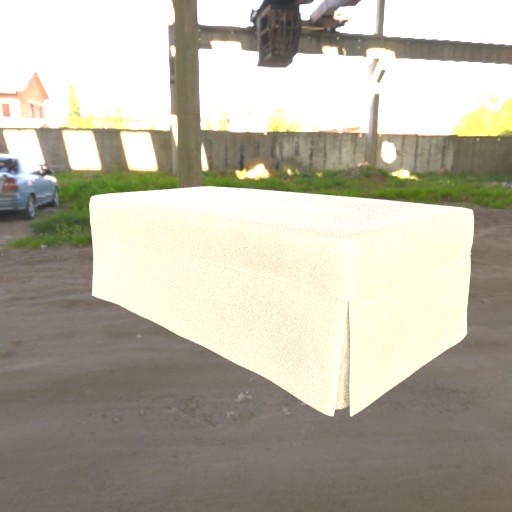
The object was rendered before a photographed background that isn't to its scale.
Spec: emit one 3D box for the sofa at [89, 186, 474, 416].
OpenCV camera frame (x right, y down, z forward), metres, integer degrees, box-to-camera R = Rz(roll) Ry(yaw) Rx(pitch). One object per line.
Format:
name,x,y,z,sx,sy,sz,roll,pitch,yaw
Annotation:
sofa,0.000,0.000,2.081,0.939,0.552,1.677,-12,18,-43
